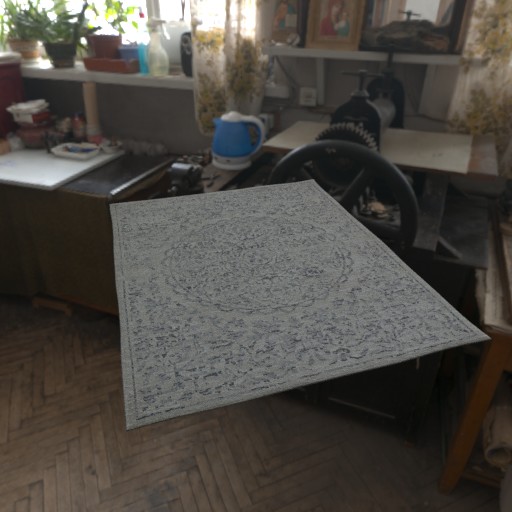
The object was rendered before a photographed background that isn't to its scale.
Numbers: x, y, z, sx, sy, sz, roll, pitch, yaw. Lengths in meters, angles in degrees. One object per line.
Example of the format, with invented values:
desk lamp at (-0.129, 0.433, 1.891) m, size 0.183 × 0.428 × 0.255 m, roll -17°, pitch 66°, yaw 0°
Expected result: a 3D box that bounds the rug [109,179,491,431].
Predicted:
rug at (0.000, 0.000, 3.811) m, size 2.343 × 0.026 × 2.925 m, roll -9°, pitch 33°, yaw -15°
